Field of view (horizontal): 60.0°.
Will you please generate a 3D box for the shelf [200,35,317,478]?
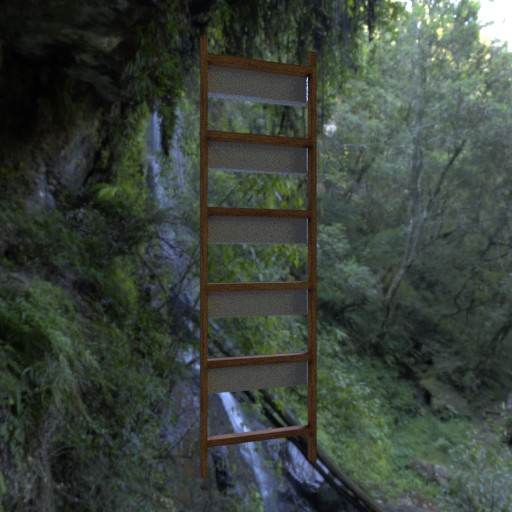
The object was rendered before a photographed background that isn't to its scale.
[{"bbox_3d":[0.000,0.000,1.731,0.454,1.600,0.141,0,0,-17],"label":"shelf"}]
